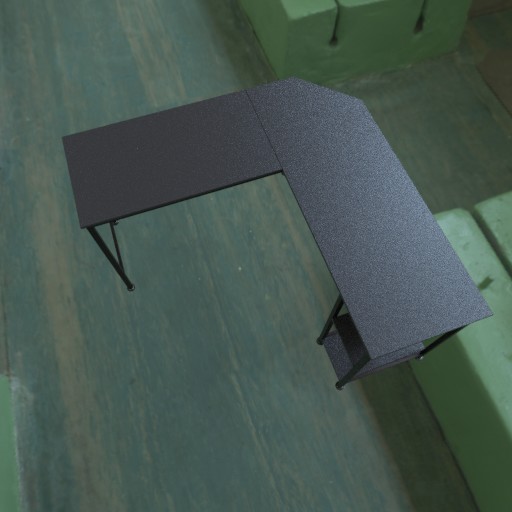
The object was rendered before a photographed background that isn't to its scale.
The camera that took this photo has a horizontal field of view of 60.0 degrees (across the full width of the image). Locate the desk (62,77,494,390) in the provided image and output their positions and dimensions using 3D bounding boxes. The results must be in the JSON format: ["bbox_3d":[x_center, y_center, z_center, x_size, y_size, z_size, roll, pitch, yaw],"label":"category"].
[{"bbox_3d":[0.000,0.000,2.155,1.379,0.739,1.379,-18,65,-8],"label":"desk"}]
